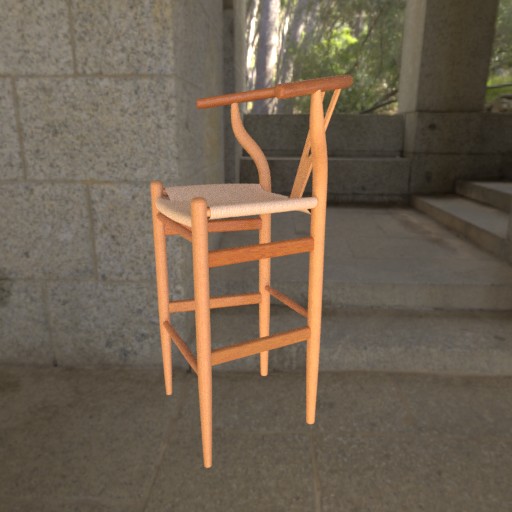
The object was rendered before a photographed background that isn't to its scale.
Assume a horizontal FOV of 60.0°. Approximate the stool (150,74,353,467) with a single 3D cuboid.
[{"bbox_3d":[0.000,0.000,1.387,0.561,1.068,0.574,-8,18,-25],"label":"stool"}]
